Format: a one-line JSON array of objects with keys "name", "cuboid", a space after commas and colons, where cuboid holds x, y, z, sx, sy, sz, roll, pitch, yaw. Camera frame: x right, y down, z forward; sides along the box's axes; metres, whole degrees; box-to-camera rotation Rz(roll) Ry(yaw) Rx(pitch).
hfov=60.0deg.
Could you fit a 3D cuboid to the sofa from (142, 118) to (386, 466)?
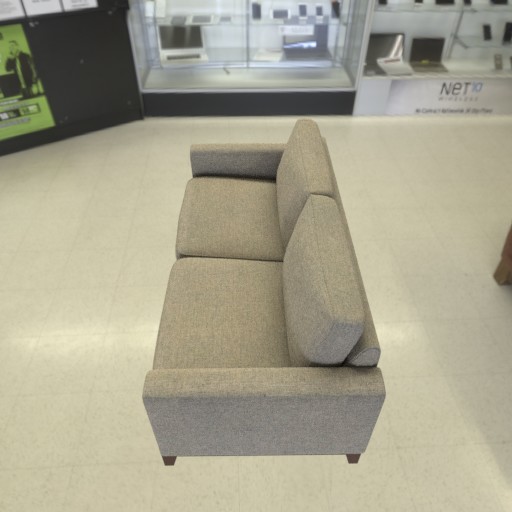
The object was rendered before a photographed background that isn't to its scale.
[{"name": "sofa", "cuboid": [0.000, 0.000, 2.502, 0.969, 0.892, 1.978, 0, 43, 0]}]
